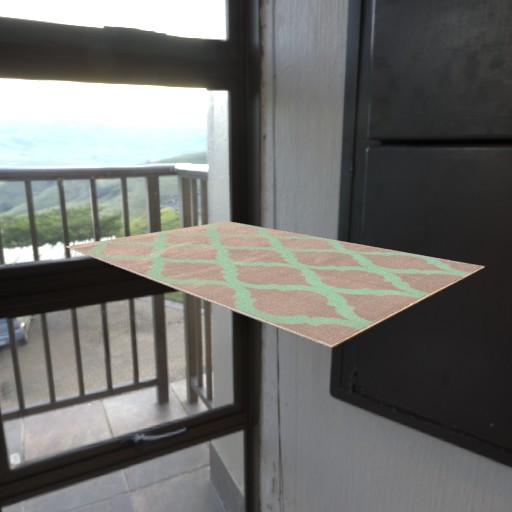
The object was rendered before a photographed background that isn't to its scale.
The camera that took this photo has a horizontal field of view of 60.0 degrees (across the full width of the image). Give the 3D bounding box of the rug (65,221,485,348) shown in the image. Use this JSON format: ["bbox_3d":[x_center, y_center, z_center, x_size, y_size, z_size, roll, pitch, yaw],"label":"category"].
[{"bbox_3d":[0.000,0.000,2.868,1.524,0.006,2.286,-13,19,-43],"label":"rug"}]
